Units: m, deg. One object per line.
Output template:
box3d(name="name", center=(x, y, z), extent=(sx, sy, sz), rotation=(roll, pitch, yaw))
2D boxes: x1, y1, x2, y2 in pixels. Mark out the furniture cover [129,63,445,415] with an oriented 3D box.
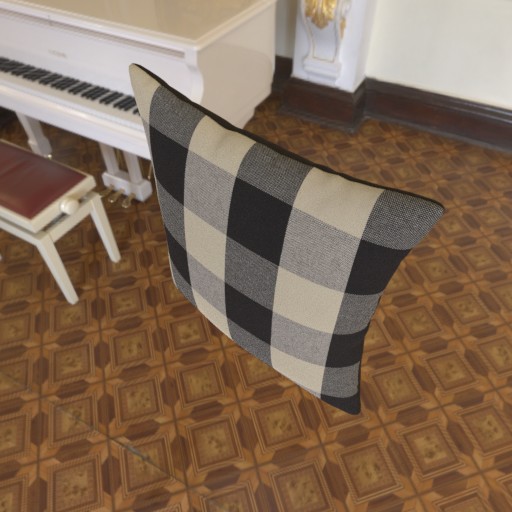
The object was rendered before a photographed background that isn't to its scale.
box3d(name="furniture cover", center=(0.000, 0.000, 0.750), extent=(0.511, 0.509, 0.161), rotation=(33, 55, 26))
